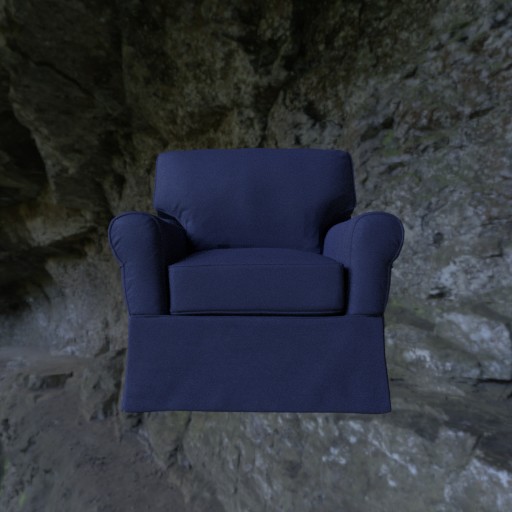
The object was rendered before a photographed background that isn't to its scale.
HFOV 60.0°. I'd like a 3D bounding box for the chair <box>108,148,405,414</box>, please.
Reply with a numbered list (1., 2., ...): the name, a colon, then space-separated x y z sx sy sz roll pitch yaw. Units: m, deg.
1. chair: 0.000 0.000 2.017 1.119 1.140 1.002 0 -1 0
